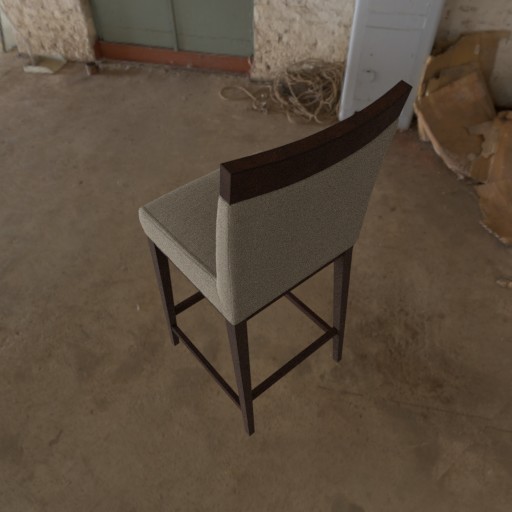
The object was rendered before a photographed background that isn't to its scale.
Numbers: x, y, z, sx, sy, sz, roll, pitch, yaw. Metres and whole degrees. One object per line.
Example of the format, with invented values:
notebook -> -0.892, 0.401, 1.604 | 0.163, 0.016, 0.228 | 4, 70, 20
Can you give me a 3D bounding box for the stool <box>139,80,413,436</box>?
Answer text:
stool -> 0.000, 0.000, 1.383 | 0.511, 1.117, 0.531 | -31, 54, -27
